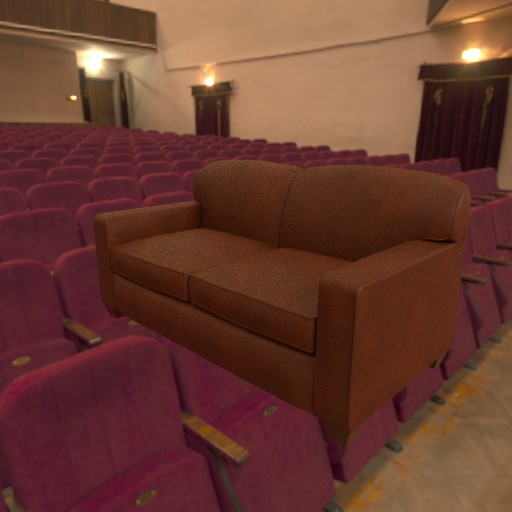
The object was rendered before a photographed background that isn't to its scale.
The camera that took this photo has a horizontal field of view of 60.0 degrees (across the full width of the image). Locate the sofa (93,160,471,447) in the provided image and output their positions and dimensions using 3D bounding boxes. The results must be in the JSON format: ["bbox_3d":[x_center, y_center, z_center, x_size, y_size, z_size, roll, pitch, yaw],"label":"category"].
[{"bbox_3d":[0.000,0.000,2.402,1.856,0.966,1.000,15,22,42],"label":"sofa"}]
